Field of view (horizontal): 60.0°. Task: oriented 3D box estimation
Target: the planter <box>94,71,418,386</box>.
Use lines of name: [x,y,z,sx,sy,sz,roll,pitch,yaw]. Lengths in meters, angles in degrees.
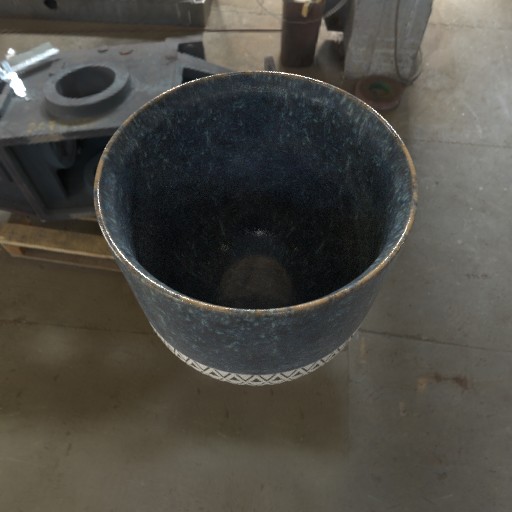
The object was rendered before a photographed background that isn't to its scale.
planter: [0.000,0.000,0.482,0.266,0.270,0.266,0,58,0]
